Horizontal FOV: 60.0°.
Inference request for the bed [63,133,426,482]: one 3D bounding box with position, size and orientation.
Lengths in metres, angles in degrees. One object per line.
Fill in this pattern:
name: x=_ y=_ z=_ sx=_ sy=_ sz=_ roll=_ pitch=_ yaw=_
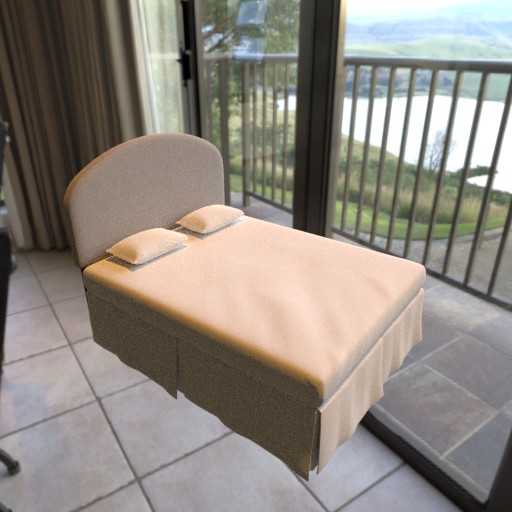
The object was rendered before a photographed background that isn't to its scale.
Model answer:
bed: x=0.000 y=0.000 z=3.035 sx=2.005 sy=1.410 sz=1.607 roll=18 pitch=31 yaw=33
